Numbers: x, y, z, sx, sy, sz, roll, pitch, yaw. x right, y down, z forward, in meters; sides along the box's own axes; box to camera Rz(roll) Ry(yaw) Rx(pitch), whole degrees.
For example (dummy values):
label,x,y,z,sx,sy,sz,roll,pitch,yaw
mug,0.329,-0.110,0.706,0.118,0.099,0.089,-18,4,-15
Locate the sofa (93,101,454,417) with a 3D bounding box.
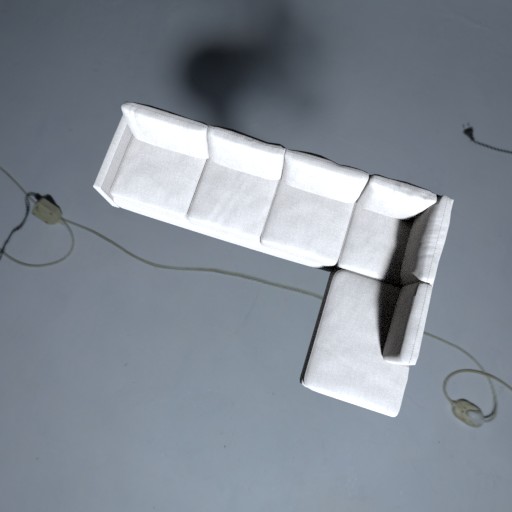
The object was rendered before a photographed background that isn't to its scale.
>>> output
label,x,y,z,sx,sy,sz,roll,pitch,yaw
sofa,0.000,0.000,4.309,3.331,0.964,2.077,17,79,4
